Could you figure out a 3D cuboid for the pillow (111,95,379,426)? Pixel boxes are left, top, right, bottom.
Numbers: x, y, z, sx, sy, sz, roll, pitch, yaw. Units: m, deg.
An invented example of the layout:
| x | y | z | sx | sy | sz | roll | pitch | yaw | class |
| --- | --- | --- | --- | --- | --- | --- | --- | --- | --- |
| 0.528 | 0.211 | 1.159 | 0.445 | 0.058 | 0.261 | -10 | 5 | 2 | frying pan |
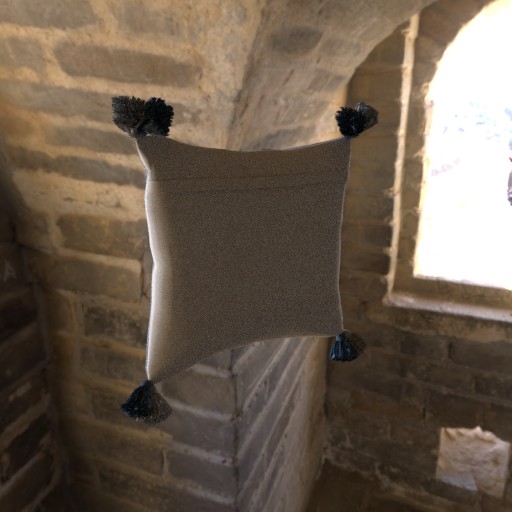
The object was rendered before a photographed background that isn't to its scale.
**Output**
| x | y | z | sx | sy | sz | roll | pitch | yaw | class |
| --- | --- | --- | --- | --- | --- | --- | --- | --- | --- |
| 0.000 | 0.000 | 0.933 | 0.614 | 0.634 | 0.138 | -7 | 17 | -25 | pillow |
